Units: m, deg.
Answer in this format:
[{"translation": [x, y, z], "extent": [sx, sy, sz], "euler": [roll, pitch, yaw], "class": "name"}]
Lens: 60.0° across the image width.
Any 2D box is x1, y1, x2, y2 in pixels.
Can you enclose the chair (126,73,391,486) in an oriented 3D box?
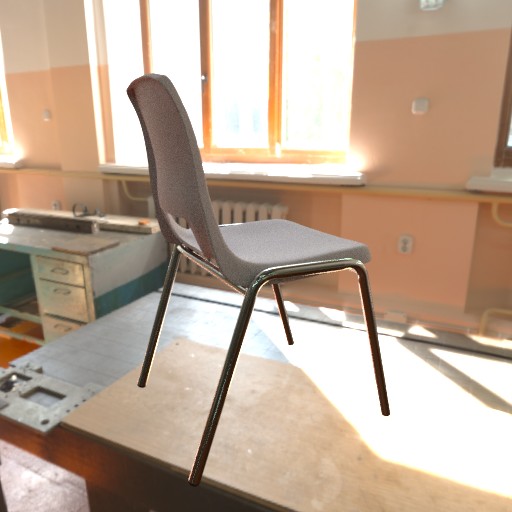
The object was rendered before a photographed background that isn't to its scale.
[{"translation": [0.000, 0.000, 0.889], "extent": [0.436, 0.653, 0.381], "euler": [-8, 17, -27], "class": "chair"}]
